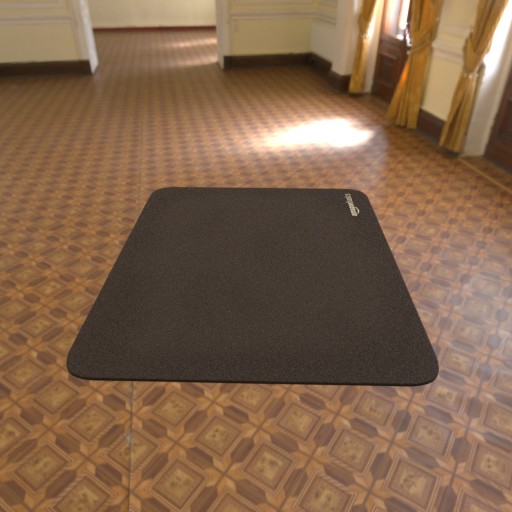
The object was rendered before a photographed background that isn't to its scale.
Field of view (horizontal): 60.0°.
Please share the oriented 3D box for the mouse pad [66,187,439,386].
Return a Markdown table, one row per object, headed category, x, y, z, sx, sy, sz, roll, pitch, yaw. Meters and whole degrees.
| category | x | y | z | sx | sy | sz | roll | pitch | yaw |
| --- | --- | --- | --- | --- | --- | --- | --- | --- | --- |
| mouse pad | 0.000 | 0.000 | 0.341 | 0.211 | 0.002 | 0.249 | 1 | 33 | 1 |
